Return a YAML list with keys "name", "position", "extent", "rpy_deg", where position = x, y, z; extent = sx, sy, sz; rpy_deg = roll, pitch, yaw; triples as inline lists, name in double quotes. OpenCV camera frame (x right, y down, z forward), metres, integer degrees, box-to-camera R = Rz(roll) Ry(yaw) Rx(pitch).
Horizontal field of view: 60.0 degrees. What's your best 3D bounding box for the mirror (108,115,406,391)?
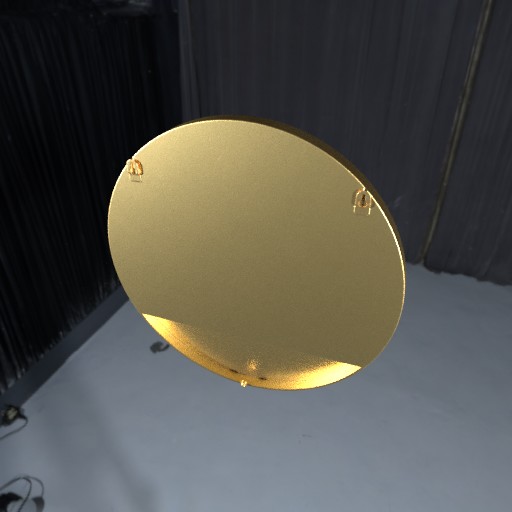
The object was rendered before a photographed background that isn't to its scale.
- name: "mirror"
  position: [0.000, 0.000, 0.704]
  extent: [0.457, 0.457, 0.133]
  rpy_deg: [11, 33, 17]
